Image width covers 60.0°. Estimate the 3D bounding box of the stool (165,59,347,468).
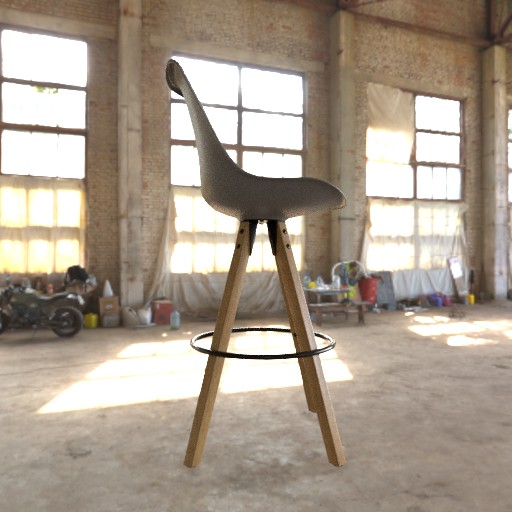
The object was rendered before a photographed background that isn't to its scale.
[{"bbox_3d":[0.000,0.000,1.386,0.550,1.115,0.485,0,0,-1],"label":"stool"}]
